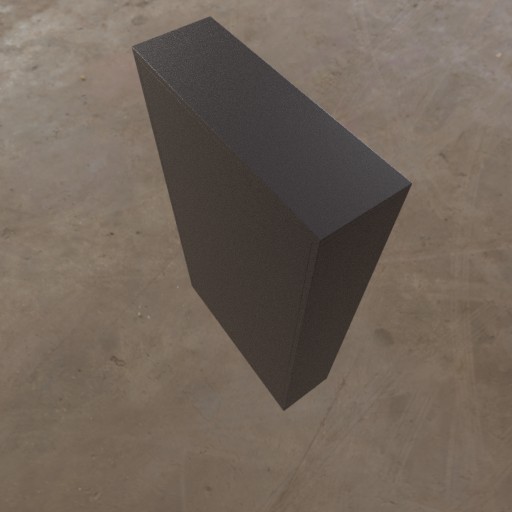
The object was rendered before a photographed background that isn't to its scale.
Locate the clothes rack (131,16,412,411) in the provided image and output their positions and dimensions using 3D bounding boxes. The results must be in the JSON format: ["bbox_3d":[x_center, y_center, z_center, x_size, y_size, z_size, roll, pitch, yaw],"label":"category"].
[{"bbox_3d":[0.000,0.000,1.554,0.250,1.280,0.750,-31,63,-18],"label":"clothes rack"}]
